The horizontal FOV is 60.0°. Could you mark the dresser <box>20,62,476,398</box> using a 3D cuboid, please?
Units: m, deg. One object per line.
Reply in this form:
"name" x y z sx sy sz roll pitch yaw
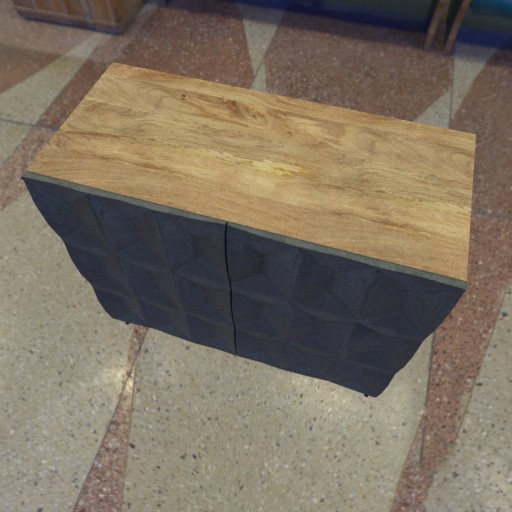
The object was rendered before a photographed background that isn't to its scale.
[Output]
"dresser" 0.000 0.000 1.370 0.967 0.847 0.446 15 59 9
